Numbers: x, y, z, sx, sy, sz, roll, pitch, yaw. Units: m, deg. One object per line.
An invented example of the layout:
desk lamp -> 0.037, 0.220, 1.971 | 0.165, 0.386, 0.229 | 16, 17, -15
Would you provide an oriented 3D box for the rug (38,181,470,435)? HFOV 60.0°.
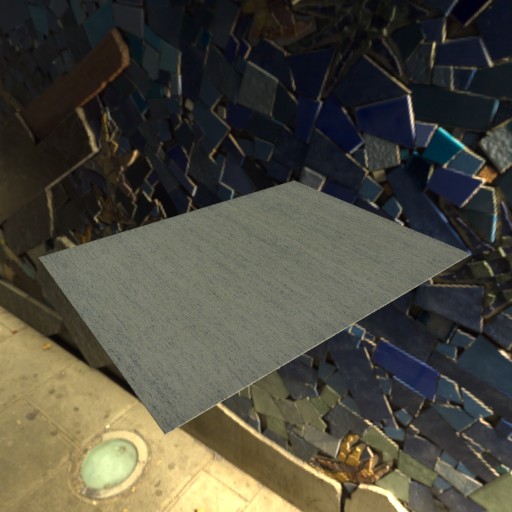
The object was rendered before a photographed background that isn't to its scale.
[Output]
rug -> 0.000, 0.000, 4.120 | 3.197, 0.006, 2.438 | -22, 37, -32
